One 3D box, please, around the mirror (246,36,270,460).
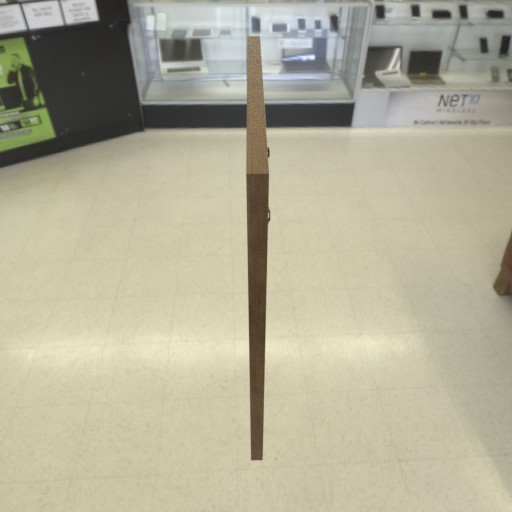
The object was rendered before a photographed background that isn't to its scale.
[{"bbox_3d":[0.000,0.000,1.324,0.041,1.016,0.762,0,41,-1],"label":"mirror"}]
